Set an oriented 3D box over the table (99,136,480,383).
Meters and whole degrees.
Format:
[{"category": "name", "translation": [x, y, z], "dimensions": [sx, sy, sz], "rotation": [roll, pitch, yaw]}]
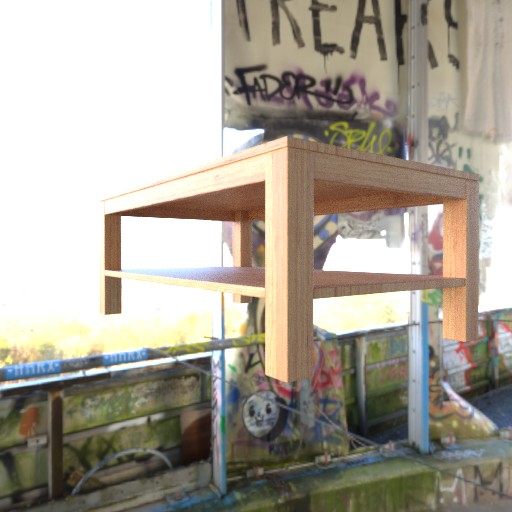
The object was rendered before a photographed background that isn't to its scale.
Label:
[{"category": "table", "translation": [0.000, 0.000, 1.485], "dimensions": [0.695, 0.457, 1.146], "rotation": [0, 1, -36]}]
